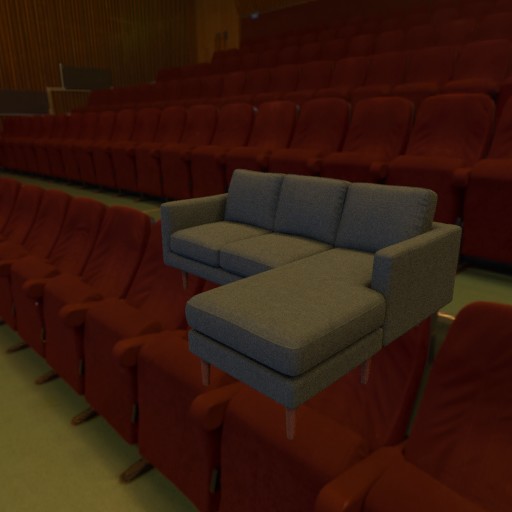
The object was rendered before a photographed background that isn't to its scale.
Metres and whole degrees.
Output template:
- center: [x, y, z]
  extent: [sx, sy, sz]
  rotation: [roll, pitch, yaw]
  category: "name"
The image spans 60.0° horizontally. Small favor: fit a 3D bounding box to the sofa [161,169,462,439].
- center: [0.000, 0.000, 2.987]
  extent: [2.055, 0.957, 1.667]
  rotation: [16, 23, 42]
  category: "sofa"
